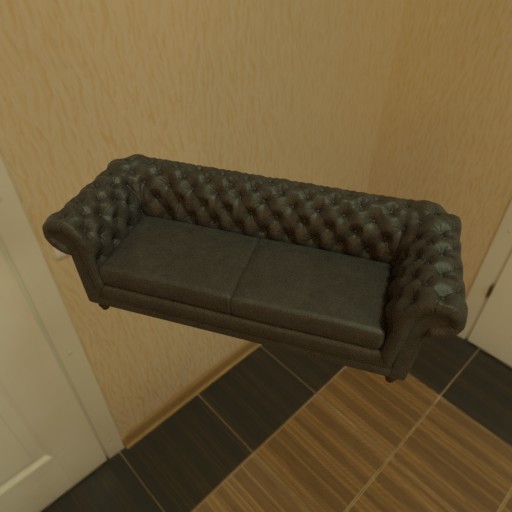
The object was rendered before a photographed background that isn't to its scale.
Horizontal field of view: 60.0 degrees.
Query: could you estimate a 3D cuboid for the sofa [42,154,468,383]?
[{"bbox_3d":[0.000,0.000,2.858,2.385,0.783,0.944,12,43,13],"label":"sofa"}]
